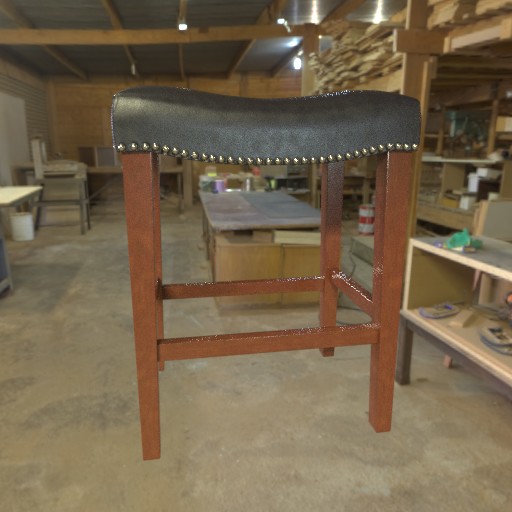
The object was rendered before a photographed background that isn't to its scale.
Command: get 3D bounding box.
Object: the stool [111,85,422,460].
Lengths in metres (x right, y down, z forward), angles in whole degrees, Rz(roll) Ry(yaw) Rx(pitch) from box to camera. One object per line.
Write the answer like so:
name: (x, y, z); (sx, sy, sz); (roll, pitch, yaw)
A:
stool: (0.000, 0.000, 0.933); (0.504, 0.654, 0.372); (-3, 15, -10)
